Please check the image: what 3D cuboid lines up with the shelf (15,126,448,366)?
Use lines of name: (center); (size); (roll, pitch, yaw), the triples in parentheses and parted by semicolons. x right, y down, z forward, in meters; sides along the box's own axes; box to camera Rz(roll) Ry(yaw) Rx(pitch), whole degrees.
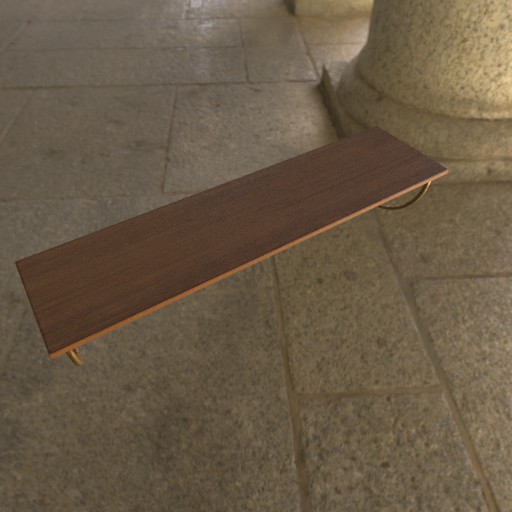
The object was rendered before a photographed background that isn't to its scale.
shelf: (0.000, 0.000, 0.712); (0.636, 0.190, 0.166); (-25, 51, -22)
